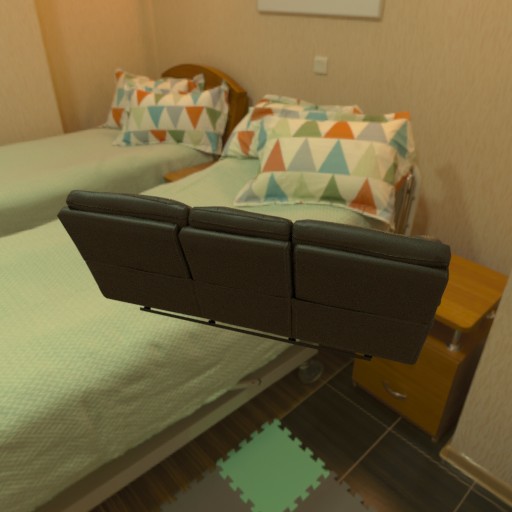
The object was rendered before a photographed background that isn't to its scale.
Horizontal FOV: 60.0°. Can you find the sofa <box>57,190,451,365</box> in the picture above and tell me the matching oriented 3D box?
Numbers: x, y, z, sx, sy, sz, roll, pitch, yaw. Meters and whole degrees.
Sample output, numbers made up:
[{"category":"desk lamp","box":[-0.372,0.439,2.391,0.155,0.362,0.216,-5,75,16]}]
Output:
[{"category":"sofa","box":[0.000,0.000,3.334,2.627,1.134,1.104,10,32,16]}]
